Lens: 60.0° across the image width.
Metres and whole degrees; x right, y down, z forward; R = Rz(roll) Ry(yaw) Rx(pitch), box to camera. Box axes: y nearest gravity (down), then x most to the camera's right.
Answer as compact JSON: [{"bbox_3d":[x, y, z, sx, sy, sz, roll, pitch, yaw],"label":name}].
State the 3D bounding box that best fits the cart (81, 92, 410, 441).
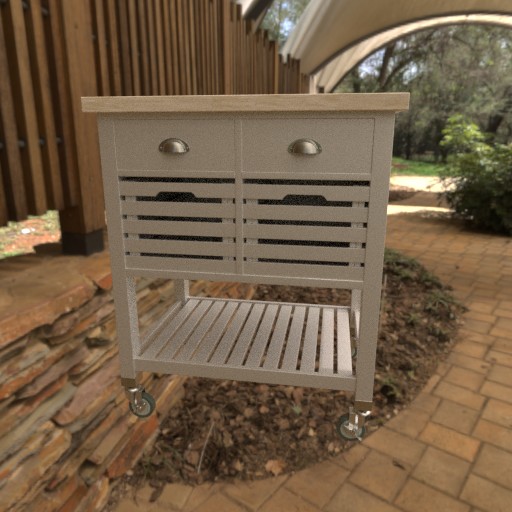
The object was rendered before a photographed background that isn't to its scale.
[{"bbox_3d":[0.000,0.000,1.395,0.762,0.914,0.559,3,16,9],"label":"cart"}]
